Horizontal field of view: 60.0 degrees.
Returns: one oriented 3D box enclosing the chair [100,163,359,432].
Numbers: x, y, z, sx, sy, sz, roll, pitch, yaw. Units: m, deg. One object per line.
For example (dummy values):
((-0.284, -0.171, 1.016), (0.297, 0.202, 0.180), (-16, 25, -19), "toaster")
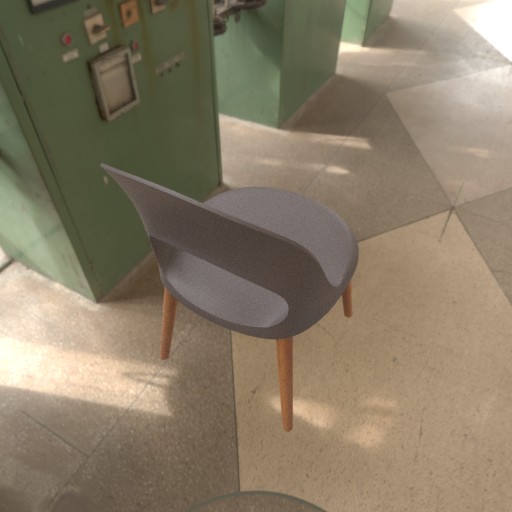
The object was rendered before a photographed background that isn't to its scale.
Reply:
((0.000, 0.000, 1.128), (0.470, 0.794, 0.556), (23, 51, 21), "chair")
